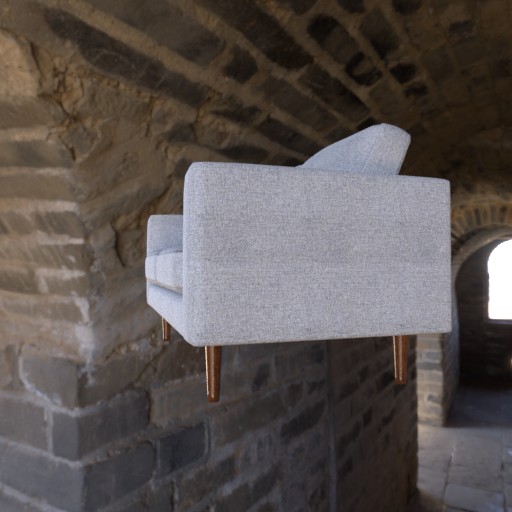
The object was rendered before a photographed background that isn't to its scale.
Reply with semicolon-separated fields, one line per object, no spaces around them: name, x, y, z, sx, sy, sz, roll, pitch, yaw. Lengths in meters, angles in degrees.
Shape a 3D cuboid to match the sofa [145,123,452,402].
sofa;0.000;0.000;2.151;0.969;0.973;1.527;0;-2;-18
